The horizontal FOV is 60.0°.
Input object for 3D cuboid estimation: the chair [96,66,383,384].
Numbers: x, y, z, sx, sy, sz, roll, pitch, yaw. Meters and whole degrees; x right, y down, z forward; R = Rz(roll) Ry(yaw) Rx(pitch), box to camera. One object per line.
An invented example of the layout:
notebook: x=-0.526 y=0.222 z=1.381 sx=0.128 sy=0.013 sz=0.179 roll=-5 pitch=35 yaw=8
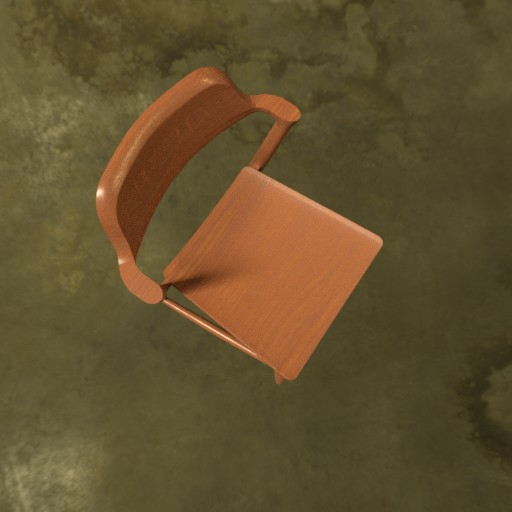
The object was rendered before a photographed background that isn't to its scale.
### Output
chair: x=0.000 y=0.000 z=1.117 sx=0.499 sy=0.801 sz=0.496 roll=34 pitch=78 yaw=8
